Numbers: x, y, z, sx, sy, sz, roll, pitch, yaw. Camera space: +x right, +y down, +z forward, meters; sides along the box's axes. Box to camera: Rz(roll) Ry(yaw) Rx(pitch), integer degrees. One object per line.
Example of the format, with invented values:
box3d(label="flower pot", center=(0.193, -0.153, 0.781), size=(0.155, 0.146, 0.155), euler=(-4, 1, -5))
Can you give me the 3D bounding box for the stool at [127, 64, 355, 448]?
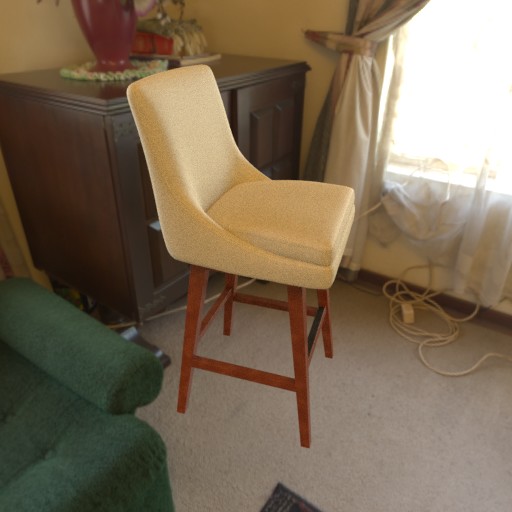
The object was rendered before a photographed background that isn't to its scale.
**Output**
box3d(label="stool", center=(0.000, 0.000, 1.430), size=(0.559, 1.092, 0.470), euler=(9, 31, 16))
